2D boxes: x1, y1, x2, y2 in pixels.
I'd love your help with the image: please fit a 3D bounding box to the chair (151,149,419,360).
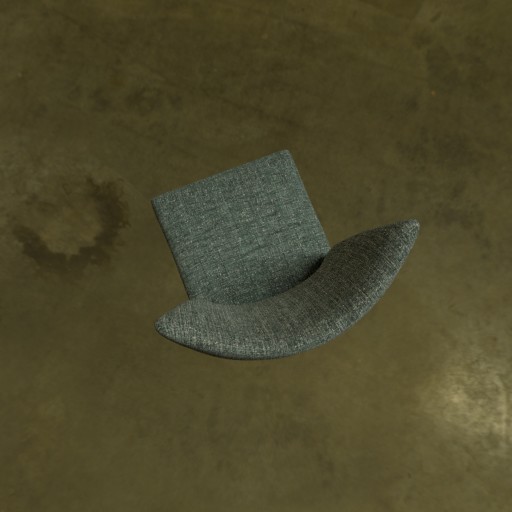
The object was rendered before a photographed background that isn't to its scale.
[{"bbox_3d":[0.000,0.000,1.300,0.535,0.924,0.623,-21,76,-6],"label":"chair"}]
